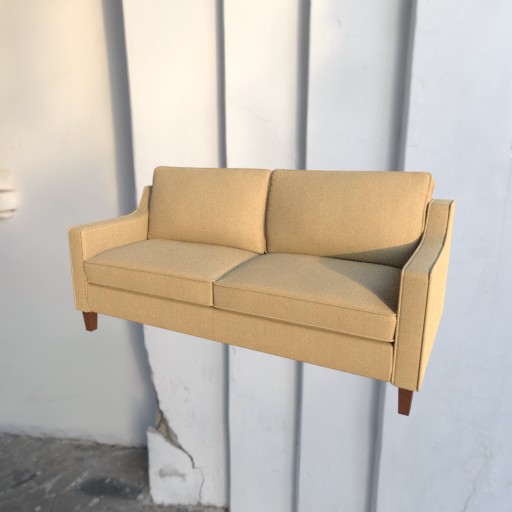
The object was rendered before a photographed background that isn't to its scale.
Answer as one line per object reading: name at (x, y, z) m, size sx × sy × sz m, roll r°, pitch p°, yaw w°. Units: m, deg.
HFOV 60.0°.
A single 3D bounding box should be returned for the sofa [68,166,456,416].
sofa at (0.000, 0.000, 2.798) m, size 2.178 × 1.071 × 1.066 m, roll 7°, pitch 16°, yaw 26°
